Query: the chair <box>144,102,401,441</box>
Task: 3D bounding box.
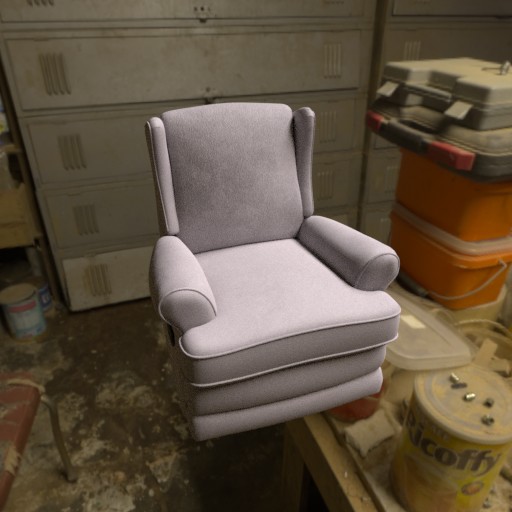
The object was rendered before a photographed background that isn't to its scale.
[{"bbox_3d":[0.000,0.000,1.729,0.847,1.011,0.969,-9,31,-16],"label":"chair"}]
